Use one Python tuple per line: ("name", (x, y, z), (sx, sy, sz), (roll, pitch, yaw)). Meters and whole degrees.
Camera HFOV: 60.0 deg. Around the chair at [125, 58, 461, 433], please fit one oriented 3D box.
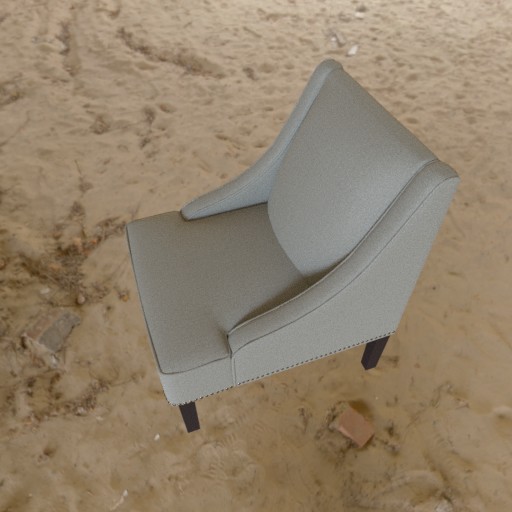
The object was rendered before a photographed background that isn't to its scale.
("chair", (0.000, 0.000, 1.361), (0.737, 0.864, 0.610), (-15, 50, -13))
